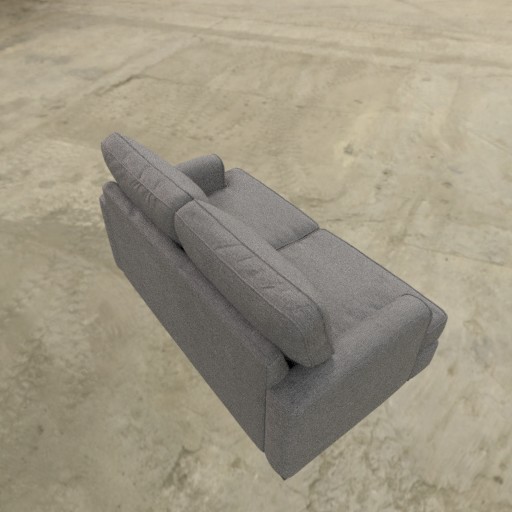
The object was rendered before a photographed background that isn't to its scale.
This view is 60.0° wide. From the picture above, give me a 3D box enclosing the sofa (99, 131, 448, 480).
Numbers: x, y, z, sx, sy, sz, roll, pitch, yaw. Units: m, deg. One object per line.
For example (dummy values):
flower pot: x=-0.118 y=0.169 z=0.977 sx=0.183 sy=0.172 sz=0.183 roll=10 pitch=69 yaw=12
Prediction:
sofa: x=0.000 y=0.000 z=2.195 sx=0.965 sy=0.965 sz=1.651 roll=-26 pitch=47 yaw=-27
